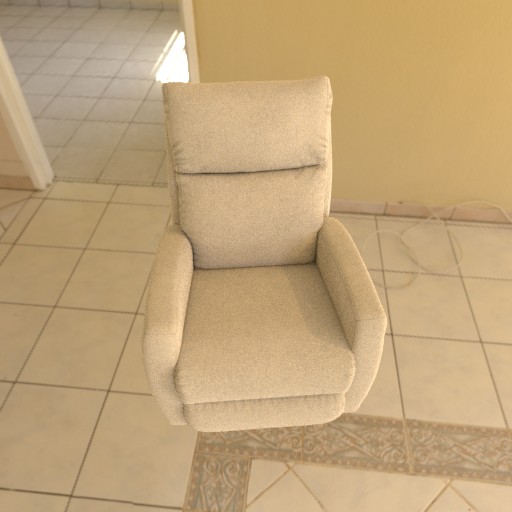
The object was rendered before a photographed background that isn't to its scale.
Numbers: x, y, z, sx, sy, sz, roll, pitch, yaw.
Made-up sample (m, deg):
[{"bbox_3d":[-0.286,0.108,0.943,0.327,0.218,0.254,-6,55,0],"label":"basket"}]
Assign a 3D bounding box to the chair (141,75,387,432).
[{"bbox_3d":[0.000,0.000,1.657,0.794,1.021,0.940,-3,46,-3],"label":"chair"}]
